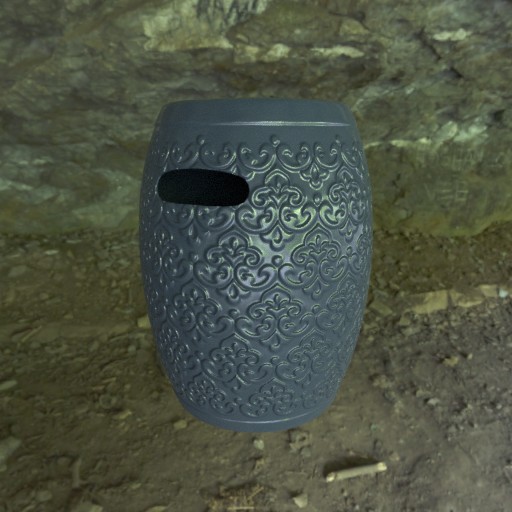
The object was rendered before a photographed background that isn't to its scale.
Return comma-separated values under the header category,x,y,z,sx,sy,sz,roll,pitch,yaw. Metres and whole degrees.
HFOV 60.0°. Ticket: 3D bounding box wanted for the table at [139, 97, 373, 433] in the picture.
category,x,y,z,sx,sy,sz,roll,pitch,yaw
table,0.000,0.000,0.611,0.309,0.397,0.309,0,15,0
